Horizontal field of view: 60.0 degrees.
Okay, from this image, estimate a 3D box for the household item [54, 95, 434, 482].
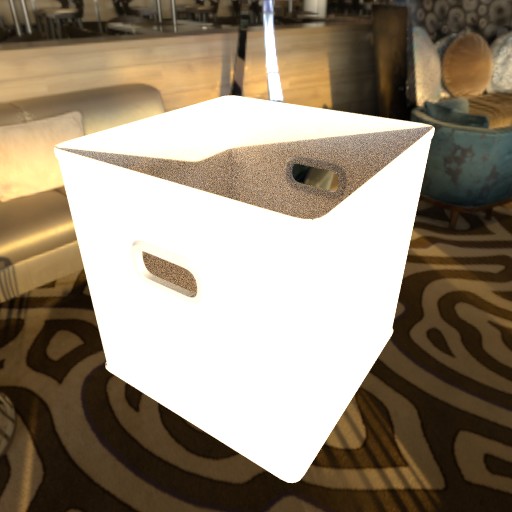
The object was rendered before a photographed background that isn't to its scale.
[{"bbox_3d":[0.000,0.000,0.557,0.305,0.305,0.305,20,36,29],"label":"household item"}]
